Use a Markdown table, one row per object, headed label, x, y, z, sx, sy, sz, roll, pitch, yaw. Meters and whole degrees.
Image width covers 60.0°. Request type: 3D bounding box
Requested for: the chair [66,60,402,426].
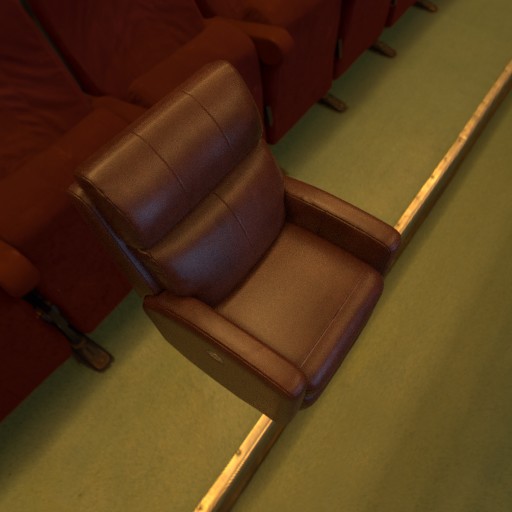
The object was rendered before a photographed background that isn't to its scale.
| label | x | y | z | sx | sy | sz | roll | pitch | yaw |
| --- | --- | --- | --- | --- | --- | --- | --- | --- | --- |
| chair | 0.000 | 0.000 | 1.699 | 0.939 | 1.016 | 0.787 | 32 | 64 | 18 |
